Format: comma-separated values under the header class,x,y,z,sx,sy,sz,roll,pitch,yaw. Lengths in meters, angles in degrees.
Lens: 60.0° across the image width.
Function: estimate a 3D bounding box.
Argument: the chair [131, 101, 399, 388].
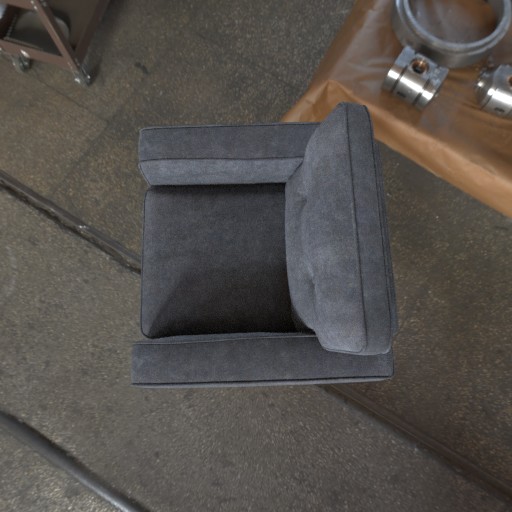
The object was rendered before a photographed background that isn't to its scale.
class,x,y,z,sx,sy,sz,roll,pitch,yaw
chair,0.000,0.000,1.802,0.939,0.965,1.015,-2,76,0
